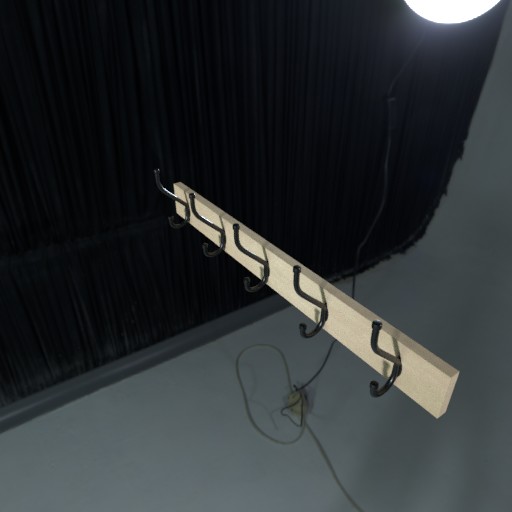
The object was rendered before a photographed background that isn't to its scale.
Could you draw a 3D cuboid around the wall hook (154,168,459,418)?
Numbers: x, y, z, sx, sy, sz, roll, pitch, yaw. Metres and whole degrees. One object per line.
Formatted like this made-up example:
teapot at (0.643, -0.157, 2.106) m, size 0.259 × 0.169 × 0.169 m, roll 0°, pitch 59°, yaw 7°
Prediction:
wall hook at (0.000, 0.000, 0.606) m, size 0.071 × 0.117 × 0.571 m, roll -21°, pitch 38°, yaw -30°
